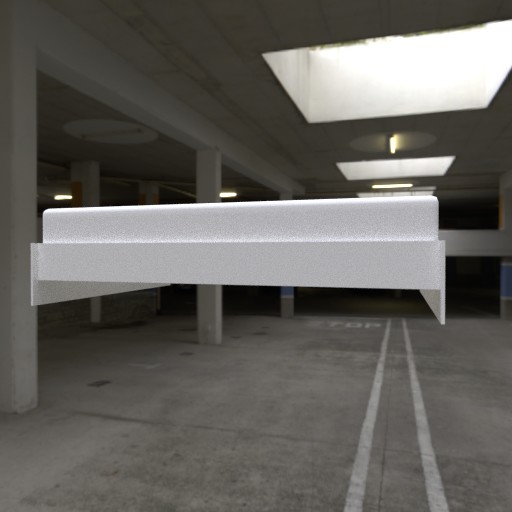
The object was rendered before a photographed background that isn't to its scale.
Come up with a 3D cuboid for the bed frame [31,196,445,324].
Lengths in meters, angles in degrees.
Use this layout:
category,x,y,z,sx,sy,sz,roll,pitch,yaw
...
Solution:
category,x,y,z,sx,sy,sz,roll,pitch,yaw
bed frame,0.000,0.000,2.651,1.945,0.497,1.445,0,1,17
